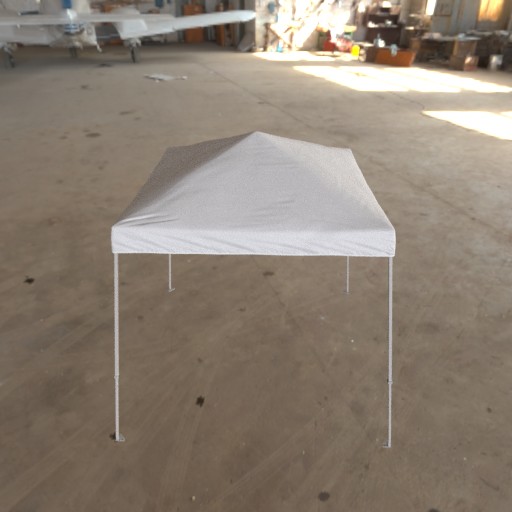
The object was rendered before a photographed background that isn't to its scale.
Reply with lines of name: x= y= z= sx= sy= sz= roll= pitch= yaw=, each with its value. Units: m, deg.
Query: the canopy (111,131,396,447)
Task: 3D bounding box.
canopy: x=0.000 y=0.000 z=5.107 sx=2.849 sy=2.849 sz=2.848 roll=1 pitch=30 yaw=1
